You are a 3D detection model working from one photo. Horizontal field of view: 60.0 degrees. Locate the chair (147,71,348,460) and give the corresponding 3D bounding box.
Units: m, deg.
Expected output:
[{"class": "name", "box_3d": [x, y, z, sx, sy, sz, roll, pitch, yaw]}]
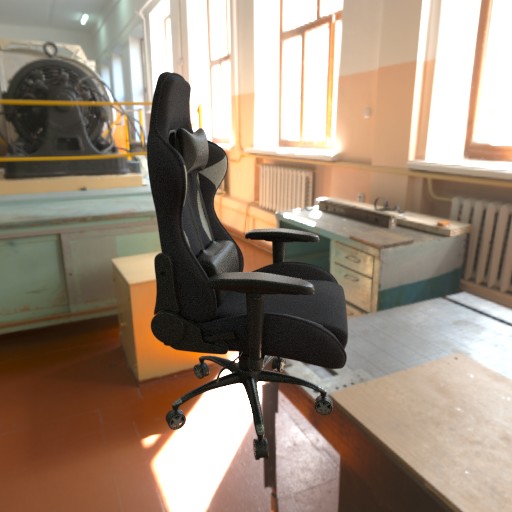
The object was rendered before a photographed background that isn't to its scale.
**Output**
[{"class": "chair", "box_3d": [0.000, 0.000, 1.675, 0.695, 1.300, 0.730, 3, 16, 9]}]
